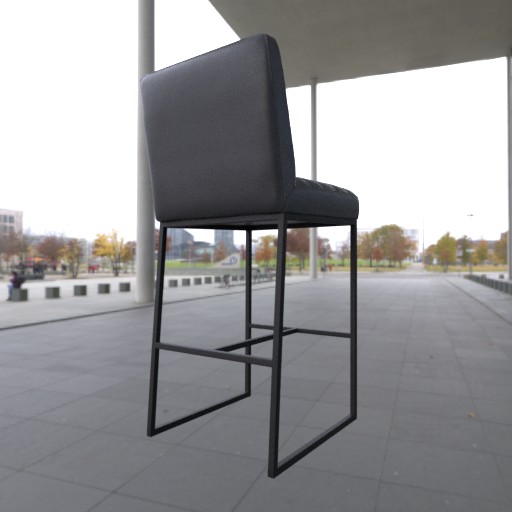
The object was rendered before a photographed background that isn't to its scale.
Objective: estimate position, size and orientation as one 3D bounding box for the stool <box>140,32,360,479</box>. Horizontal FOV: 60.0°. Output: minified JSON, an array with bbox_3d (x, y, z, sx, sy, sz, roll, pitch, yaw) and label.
[{"bbox_3d":[0.000,0.000,1.350,0.457,1.040,0.552,-1,-1,36],"label":"stool"}]
